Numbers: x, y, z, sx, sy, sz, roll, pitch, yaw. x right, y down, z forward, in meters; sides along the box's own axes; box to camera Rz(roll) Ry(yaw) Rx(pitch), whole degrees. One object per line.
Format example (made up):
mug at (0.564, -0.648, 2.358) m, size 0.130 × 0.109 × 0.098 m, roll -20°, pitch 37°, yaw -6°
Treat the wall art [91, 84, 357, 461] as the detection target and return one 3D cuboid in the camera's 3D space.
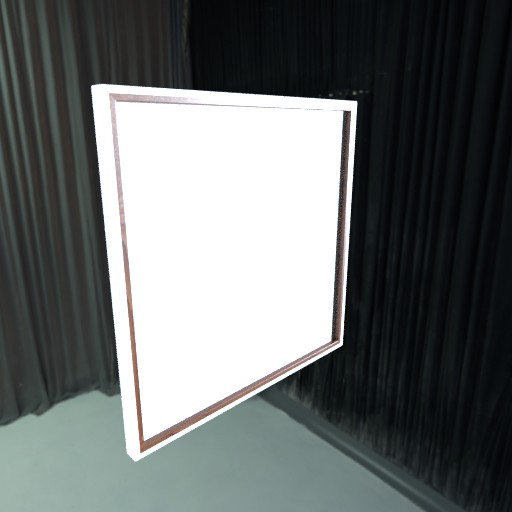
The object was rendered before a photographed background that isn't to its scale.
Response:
wall art at (0.000, 0.000, 1.477) m, size 1.009 × 1.009 × 0.049 m, roll -15°, pitch 22°, yaw -42°
